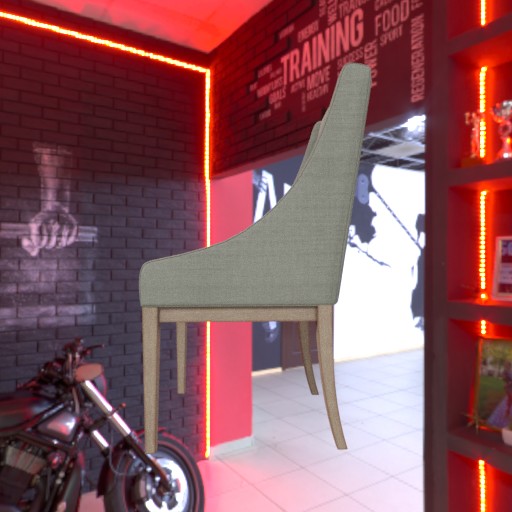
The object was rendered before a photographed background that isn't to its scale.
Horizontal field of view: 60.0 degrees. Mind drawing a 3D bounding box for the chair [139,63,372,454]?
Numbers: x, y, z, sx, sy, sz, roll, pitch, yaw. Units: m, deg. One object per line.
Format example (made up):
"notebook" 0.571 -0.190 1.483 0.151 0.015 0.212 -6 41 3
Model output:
"chair" 0.000 0.000 1.418 0.611 1.021 0.575 0 -1 -1
